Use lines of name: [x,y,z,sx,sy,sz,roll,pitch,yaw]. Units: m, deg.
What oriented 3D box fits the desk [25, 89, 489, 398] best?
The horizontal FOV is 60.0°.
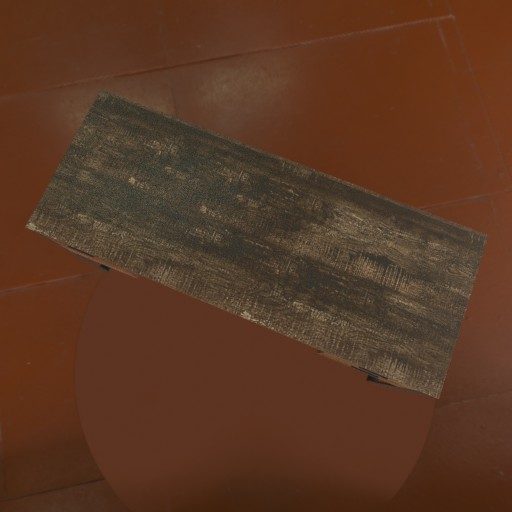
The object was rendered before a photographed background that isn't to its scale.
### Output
desk: [0.000,0.000,1.934,1.524,0.762,0.599,22,78,5]
